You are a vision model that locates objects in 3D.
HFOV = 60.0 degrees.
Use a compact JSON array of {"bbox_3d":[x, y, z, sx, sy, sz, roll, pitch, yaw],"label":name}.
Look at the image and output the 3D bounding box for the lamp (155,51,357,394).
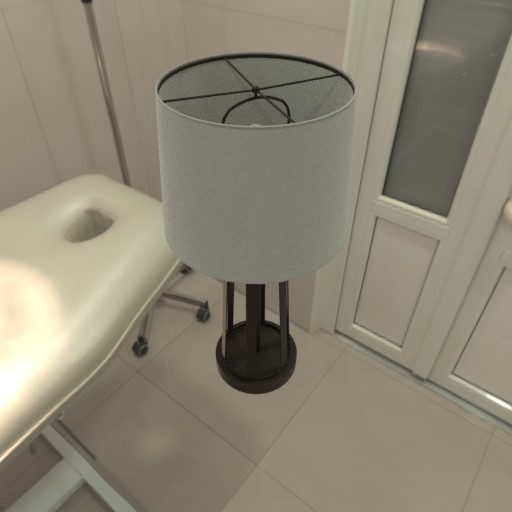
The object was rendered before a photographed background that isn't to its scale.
[{"bbox_3d":[0.000,0.000,0.657,0.251,0.509,0.251,0,41,0],"label":"lamp"}]
